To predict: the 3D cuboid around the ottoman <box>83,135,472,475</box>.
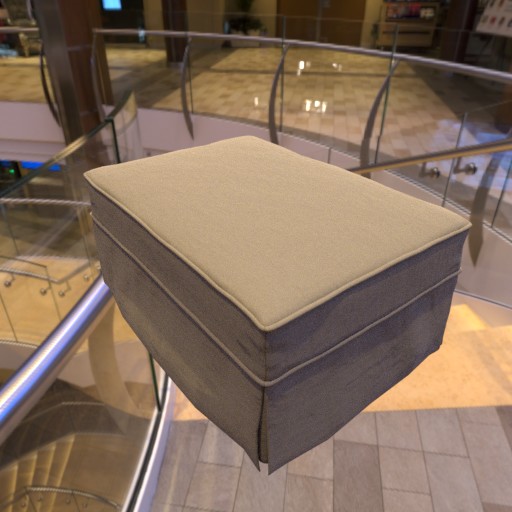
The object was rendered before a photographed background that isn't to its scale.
[{"bbox_3d":[0.000,0.000,1.292,0.703,0.479,0.944,-22,38,-31],"label":"ottoman"}]
